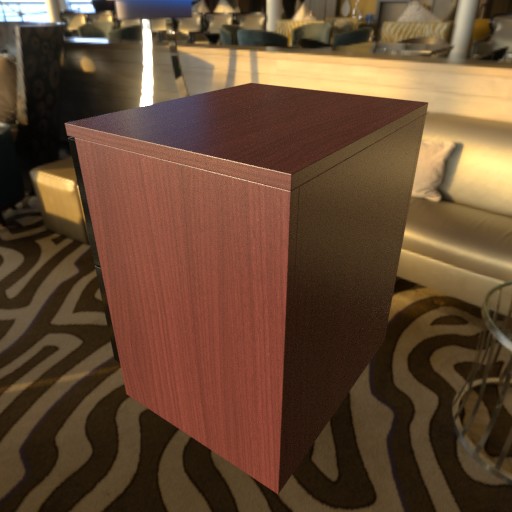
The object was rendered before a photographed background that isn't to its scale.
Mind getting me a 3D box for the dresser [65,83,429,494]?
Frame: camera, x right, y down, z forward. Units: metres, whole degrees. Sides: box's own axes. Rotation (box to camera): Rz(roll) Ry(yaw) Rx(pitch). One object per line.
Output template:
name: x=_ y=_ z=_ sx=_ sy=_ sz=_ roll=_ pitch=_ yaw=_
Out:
dresser: x=0.000 y=0.000 z=0.739 sx=0.360 sy=0.470 sz=0.400 roll=19 pitch=35 yaw=30
